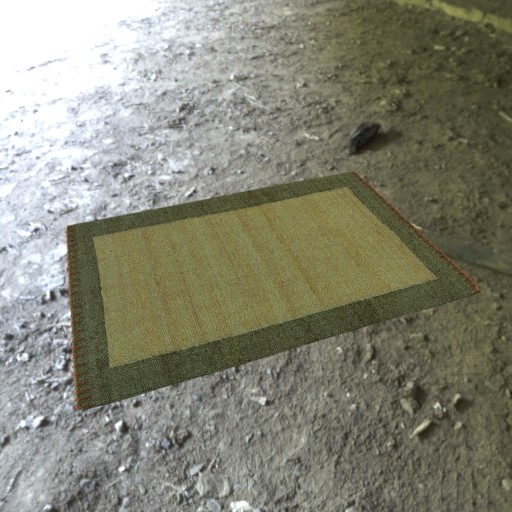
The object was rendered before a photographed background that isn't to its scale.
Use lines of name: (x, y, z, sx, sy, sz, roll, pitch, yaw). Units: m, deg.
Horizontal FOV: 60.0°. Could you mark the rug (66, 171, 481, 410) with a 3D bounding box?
rug: (0.000, 0.000, 2.271, 1.838, 0.019, 1.220, -13, 42, -15)
